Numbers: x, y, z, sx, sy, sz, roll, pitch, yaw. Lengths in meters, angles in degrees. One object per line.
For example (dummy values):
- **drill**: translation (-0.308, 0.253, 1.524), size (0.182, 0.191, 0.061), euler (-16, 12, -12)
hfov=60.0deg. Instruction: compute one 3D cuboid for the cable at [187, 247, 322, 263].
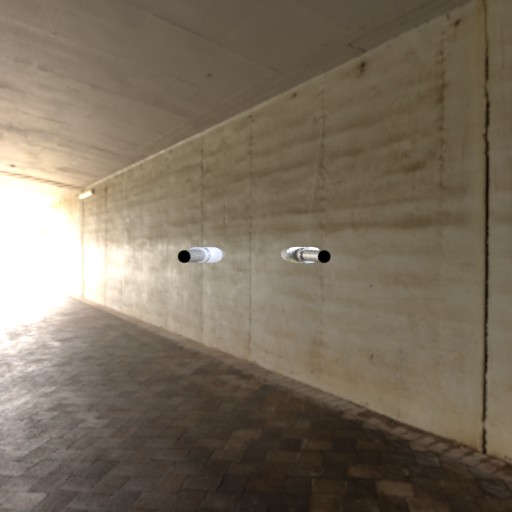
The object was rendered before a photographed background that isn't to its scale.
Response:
- **cable**: translation (0.000, 0.000, 0.110), size (0.041, 0.005, 0.098), euler (0, 1, -1)
